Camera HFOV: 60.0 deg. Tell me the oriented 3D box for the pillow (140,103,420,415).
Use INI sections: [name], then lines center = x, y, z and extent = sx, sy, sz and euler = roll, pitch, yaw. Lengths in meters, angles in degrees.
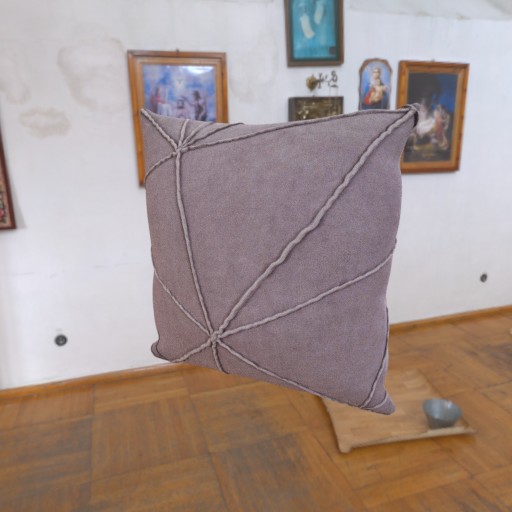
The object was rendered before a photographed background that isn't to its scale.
[pillow]
center = 0.000, 0.000, 0.674
extent = 0.439, 0.440, 0.185
euler = 7, 16, 26
